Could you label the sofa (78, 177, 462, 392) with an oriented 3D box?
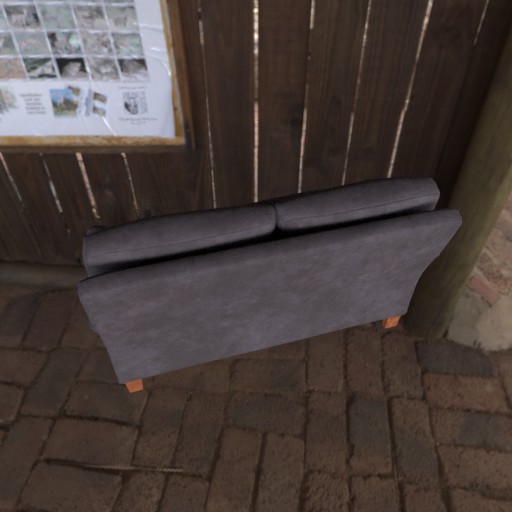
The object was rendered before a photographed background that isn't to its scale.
[{"bbox_3d":[0.000,0.000,2.607,1.853,1.101,1.084,-11,42,-13],"label":"sofa"}]
